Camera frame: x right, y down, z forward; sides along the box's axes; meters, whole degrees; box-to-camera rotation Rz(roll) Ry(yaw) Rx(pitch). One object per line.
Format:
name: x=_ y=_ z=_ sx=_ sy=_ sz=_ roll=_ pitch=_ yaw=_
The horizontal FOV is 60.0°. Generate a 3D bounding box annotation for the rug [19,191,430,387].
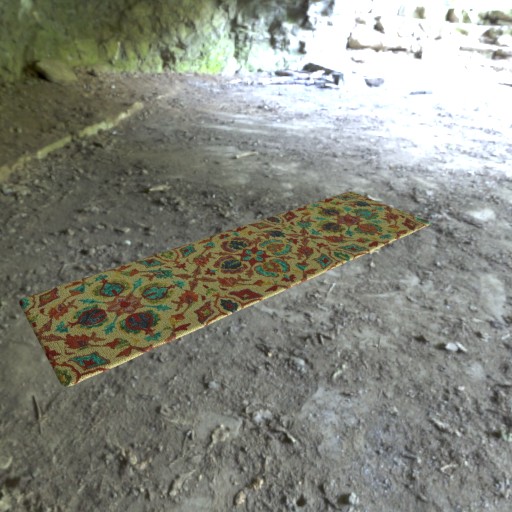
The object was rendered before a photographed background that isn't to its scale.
rug: x=0.000 y=0.000 z=2.430 sx=2.273 sy=0.016 sz=0.693 roll=-21 pitch=36 yaw=-32
